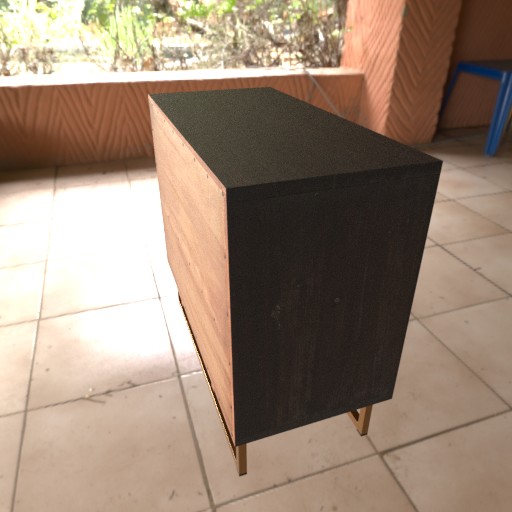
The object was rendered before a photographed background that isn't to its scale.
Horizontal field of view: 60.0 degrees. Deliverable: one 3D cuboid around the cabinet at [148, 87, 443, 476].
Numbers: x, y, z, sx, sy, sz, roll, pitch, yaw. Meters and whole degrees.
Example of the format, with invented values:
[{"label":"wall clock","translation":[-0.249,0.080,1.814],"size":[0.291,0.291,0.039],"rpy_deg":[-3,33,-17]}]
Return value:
[{"label":"cabinet","translation":[0.000,0.000,1.417],"size":[0.451,0.860,0.950],"rpy_deg":[-10,31,-17]}]
